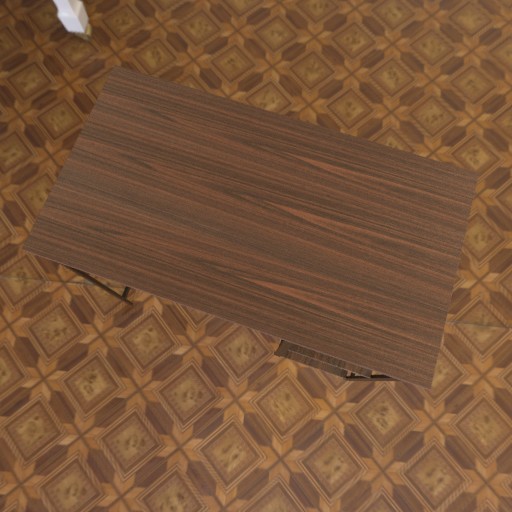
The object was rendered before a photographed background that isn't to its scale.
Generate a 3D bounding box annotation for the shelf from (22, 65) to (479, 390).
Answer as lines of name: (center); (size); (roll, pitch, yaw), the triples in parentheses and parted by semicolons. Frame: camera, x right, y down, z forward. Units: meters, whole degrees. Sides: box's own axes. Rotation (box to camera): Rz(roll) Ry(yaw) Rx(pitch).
shelf: (0.000, 0.000, 1.343); (0.902, 0.750, 0.498); (18, 75, 5)
